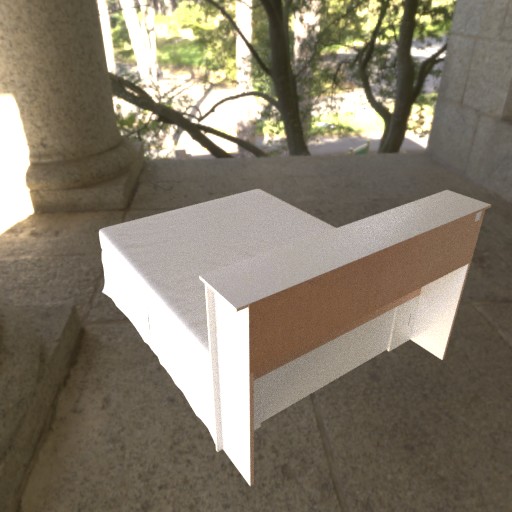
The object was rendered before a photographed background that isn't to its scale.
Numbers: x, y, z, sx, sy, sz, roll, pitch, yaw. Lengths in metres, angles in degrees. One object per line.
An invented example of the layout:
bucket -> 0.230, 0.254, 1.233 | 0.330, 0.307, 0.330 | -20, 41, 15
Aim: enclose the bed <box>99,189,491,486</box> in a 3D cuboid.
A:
bed -> 0.000, 0.000, 3.048 | 1.671, 1.092, 2.133 | -19, 35, -30
